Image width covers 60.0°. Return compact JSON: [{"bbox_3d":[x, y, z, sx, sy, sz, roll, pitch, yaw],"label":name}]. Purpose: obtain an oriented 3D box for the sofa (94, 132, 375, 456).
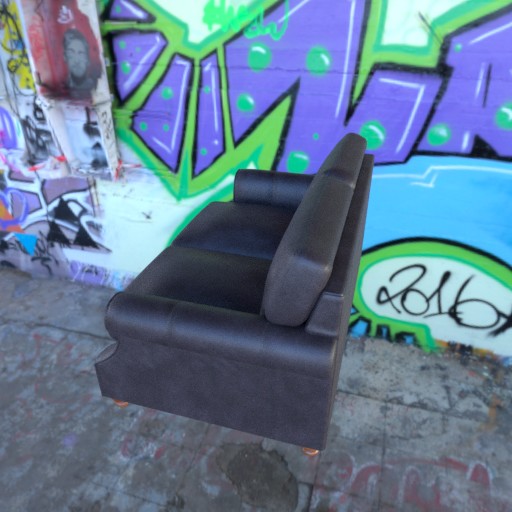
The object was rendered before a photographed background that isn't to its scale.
[{"bbox_3d":[0.000,0.000,2.308,1.030,0.979,1.663,9,31,14],"label":"sofa"}]
